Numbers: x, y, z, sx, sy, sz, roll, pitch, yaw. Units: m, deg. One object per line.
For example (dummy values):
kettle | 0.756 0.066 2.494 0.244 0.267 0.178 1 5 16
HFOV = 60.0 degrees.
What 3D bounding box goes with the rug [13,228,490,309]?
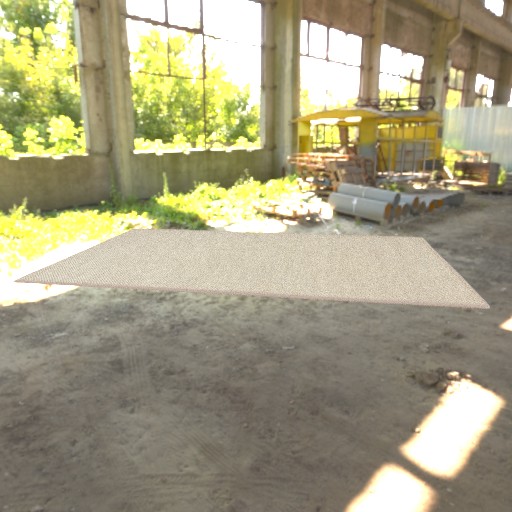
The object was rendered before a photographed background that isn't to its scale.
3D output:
rug | 0.000 0.000 2.037 1.676 0.013 1.067 2 14 9
